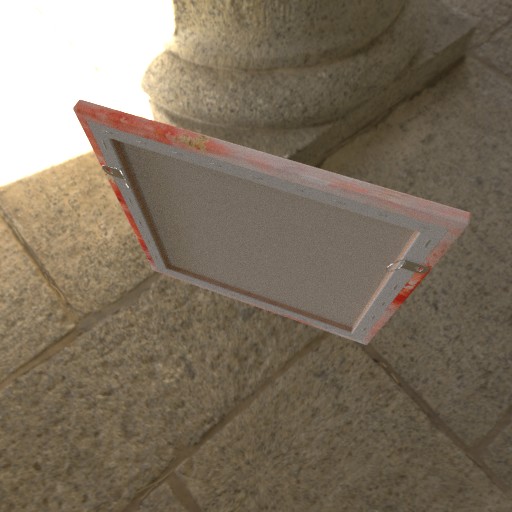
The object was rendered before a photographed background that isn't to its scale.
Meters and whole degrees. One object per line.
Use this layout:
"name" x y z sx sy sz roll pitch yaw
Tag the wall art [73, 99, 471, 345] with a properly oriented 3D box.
"wall art" 0.000 0.000 1.316 0.878 0.878 0.066 18 65 9
